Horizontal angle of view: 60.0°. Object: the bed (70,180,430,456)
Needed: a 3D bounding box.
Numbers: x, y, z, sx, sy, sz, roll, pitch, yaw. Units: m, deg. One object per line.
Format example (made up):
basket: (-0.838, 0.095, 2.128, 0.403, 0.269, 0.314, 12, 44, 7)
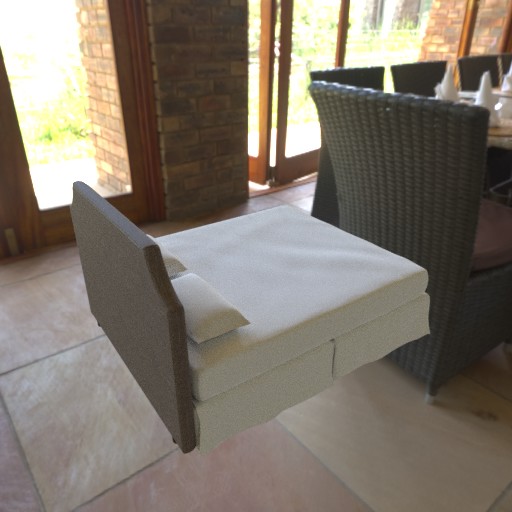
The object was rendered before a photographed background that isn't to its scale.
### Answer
bed: (0.000, 0.000, 4.307, 2.773, 1.590, 2.350, -18, 32, -31)
